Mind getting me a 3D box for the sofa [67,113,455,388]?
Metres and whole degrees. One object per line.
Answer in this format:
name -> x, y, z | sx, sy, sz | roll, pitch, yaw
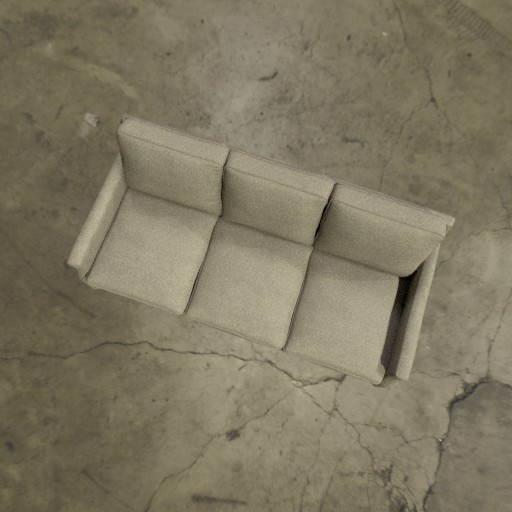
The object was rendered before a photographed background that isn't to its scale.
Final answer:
sofa -> 0.000, 0.000, 2.951 | 2.246, 1.003, 1.084 | 18, 77, 4
